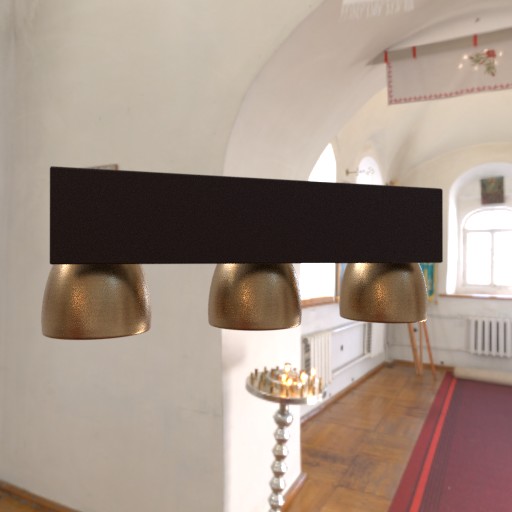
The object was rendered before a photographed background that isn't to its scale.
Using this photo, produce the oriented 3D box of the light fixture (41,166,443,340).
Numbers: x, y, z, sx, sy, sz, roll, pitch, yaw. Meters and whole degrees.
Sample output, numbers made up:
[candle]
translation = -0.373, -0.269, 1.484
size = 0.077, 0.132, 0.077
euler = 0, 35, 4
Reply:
[light fixture]
translation = 0.000, 0.000, 0.660
size = 0.582, 0.204, 0.157
euler = 0, 0, -18
